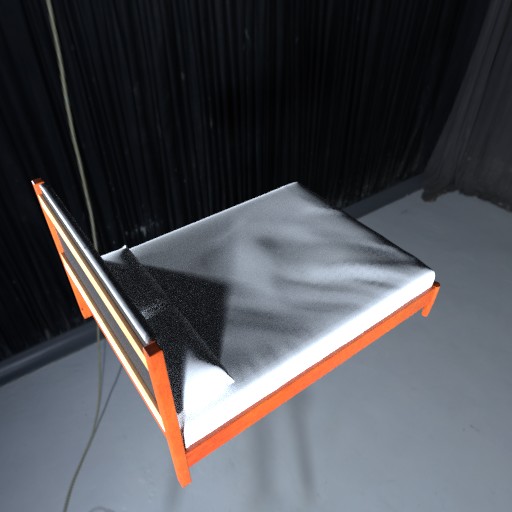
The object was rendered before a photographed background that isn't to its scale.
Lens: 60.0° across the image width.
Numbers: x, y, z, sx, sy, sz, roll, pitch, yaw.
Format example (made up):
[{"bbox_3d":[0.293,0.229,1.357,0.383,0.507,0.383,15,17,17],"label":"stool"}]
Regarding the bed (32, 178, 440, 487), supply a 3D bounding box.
[{"bbox_3d":[0.000,0.000,2.967,2.117,1.165,1.566,-26,47,-27],"label":"bed"}]
